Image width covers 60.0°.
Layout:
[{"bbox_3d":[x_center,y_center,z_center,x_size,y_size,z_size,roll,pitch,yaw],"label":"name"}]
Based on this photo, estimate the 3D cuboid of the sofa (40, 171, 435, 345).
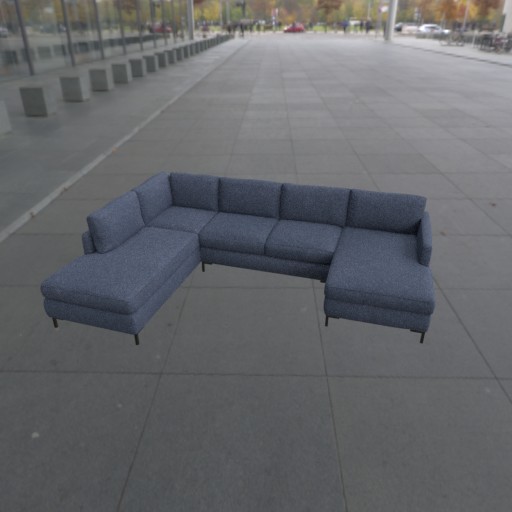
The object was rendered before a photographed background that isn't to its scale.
[{"bbox_3d":[0.000,0.000,3.899,2.956,0.813,2.007,8,29,15],"label":"sofa"}]
